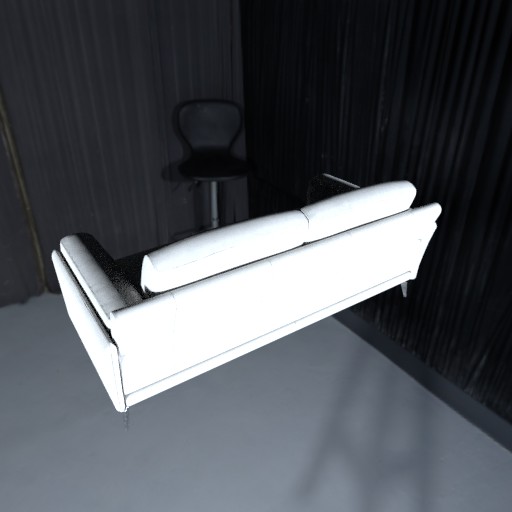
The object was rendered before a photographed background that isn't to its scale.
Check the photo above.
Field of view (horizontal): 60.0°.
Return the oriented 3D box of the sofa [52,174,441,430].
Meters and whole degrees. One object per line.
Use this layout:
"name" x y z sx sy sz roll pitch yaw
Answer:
"sofa" 0.000 0.000 2.685 2.101 0.930 1.049 -18 34 -29
